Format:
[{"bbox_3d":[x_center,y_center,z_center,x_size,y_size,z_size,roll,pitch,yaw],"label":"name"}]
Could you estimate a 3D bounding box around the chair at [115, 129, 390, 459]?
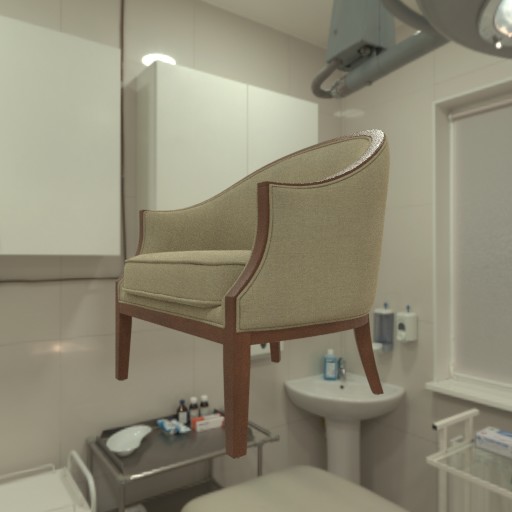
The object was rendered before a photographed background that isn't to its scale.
[{"bbox_3d":[0.000,0.000,1.450,0.735,0.876,0.803,0,0,-36],"label":"chair"}]
